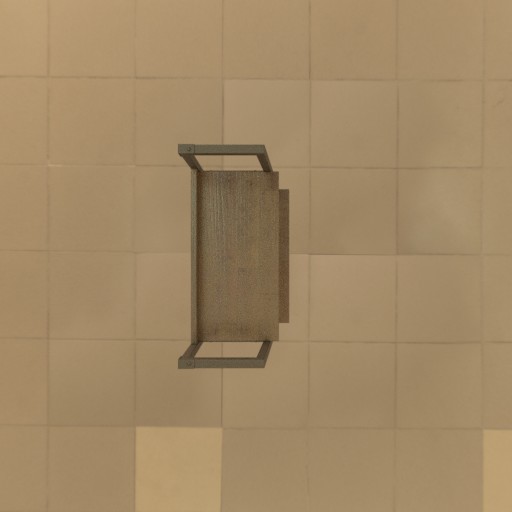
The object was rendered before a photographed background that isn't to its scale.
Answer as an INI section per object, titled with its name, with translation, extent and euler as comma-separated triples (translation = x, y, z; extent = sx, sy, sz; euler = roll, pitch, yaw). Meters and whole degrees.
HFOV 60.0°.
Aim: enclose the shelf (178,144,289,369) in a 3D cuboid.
[shelf]
translation = 0.000, 0.000, 2.283
extent = 0.454, 2.005, 0.652
euler = 0, 90, 0
